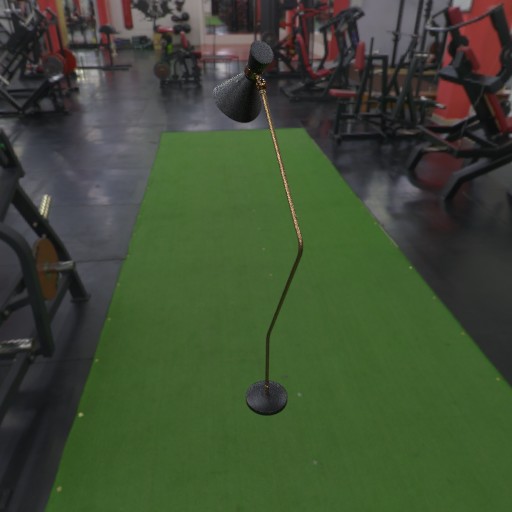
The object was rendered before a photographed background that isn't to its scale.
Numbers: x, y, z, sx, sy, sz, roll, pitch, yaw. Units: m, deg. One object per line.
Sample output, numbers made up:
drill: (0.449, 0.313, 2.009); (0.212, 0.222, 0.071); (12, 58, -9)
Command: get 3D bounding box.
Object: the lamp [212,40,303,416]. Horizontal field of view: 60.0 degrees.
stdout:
lamp: (0.000, 0.000, 1.648); (0.277, 1.438, 0.467); (-2, 30, -3)
